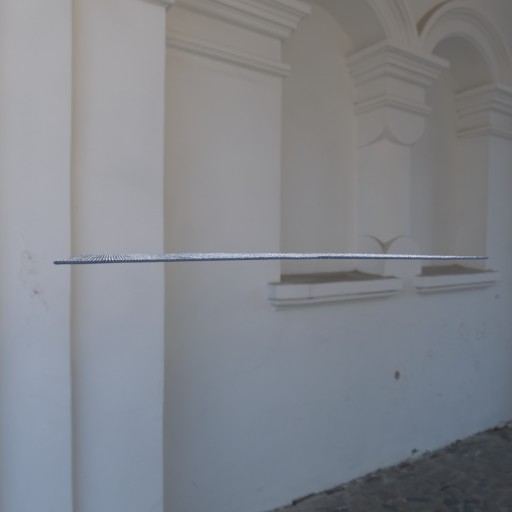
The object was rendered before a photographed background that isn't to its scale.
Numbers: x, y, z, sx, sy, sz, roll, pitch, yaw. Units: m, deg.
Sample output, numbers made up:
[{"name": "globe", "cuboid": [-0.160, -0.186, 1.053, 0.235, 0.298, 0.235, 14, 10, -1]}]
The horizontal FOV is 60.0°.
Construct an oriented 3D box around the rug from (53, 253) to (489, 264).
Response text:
[{"name": "rug", "cuboid": [0.000, 0.000, 2.994, 2.349, 0.030, 1.624, 0, 1, -18]}]
